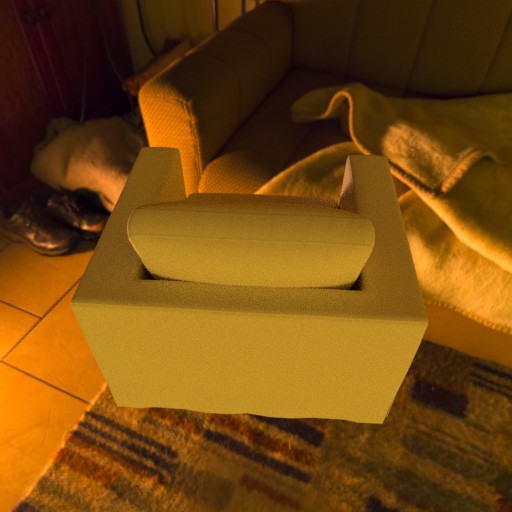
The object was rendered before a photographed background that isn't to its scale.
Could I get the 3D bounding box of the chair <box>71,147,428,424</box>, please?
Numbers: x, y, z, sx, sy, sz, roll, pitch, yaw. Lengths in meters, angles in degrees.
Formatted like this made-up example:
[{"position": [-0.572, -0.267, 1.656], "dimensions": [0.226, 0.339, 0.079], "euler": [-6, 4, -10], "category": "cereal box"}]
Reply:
[{"position": [0.000, 0.000, 1.826], "dimensions": [1.150, 0.878, 0.957], "euler": [3, 45, 3], "category": "chair"}]
